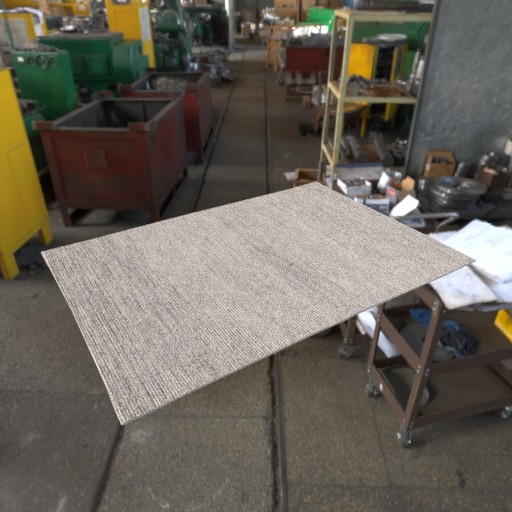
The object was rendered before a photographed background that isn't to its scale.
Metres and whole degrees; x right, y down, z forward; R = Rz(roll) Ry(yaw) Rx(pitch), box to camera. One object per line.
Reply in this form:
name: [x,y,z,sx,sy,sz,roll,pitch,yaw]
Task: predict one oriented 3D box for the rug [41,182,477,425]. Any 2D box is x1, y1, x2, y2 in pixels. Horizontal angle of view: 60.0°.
rug: [0.000,0.000,2.846,2.307,0.030,1.604,-18,35,-28]
